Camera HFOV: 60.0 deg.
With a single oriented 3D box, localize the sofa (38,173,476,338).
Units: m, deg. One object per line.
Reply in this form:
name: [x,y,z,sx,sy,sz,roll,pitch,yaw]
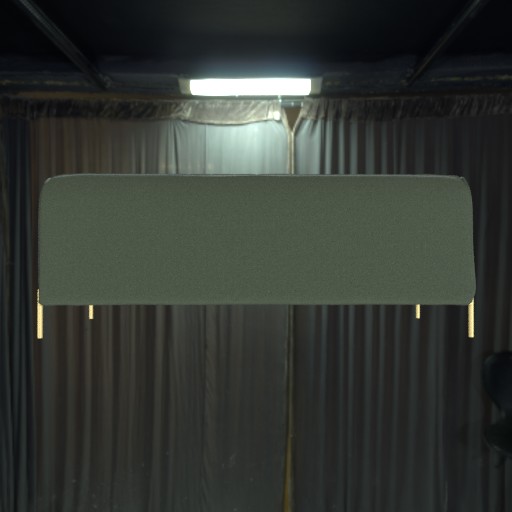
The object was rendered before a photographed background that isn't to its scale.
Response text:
sofa: [0.000,0.000,2.526,2.137,0.793,0.896,0,0,-1]
